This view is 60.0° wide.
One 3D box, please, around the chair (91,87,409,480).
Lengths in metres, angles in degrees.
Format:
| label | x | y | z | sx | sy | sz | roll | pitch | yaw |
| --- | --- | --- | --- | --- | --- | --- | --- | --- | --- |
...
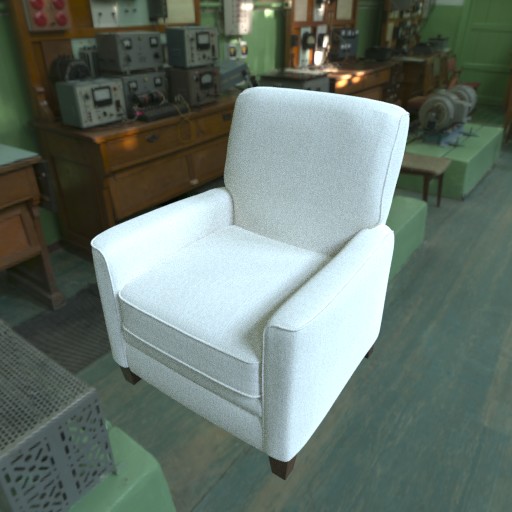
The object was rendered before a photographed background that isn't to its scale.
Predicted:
| label | x | y | z | sx | sy | sz | roll | pitch | yaw |
| --- | --- | --- | --- | --- | --- | --- | --- | --- | --- |
| chair | 0.000 | 0.000 | 1.592 | 0.841 | 1.028 | 0.858 | 19 | 35 | 30 |
